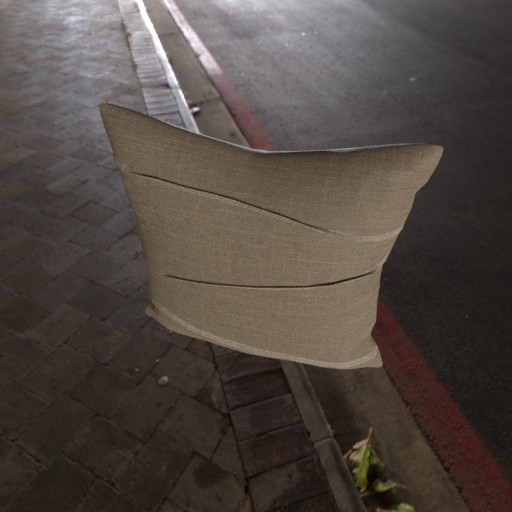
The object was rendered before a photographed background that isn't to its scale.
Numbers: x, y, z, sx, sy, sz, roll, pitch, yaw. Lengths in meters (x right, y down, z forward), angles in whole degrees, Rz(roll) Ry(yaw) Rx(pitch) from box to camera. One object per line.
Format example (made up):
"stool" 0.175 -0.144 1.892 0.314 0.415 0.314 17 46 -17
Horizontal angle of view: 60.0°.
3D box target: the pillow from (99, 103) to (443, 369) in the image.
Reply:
"pillow" 0.000 0.000 0.635 0.424 0.400 0.169 11 42 12
